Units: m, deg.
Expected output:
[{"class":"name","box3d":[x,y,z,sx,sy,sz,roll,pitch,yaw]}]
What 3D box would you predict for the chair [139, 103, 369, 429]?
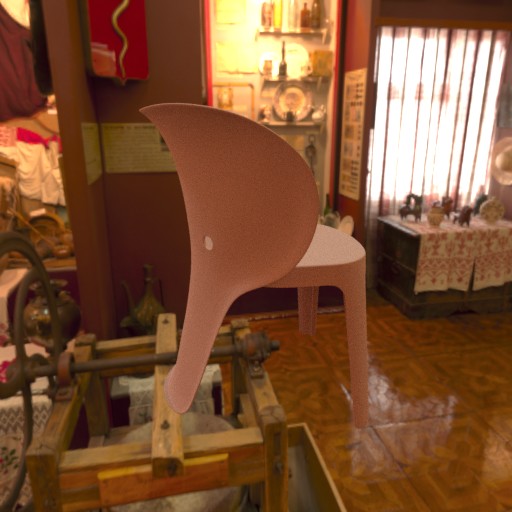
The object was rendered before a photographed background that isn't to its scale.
[{"class":"chair","box3d":[0.000,0.000,0.867,0.402,0.554,0.451,-3,17,-9]}]
